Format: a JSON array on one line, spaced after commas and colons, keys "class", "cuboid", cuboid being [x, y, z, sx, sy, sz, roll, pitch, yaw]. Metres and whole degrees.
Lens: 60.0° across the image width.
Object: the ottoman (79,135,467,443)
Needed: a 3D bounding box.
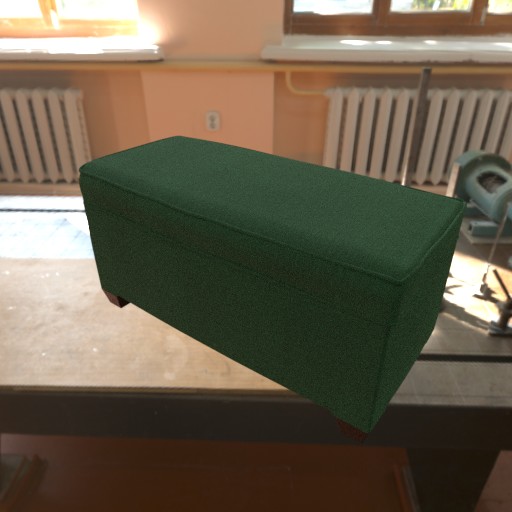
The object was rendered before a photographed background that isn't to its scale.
[{"class": "ottoman", "cuboid": [0.000, 0.000, 1.237, 0.957, 0.471, 0.483, 21, 36, 31]}]
